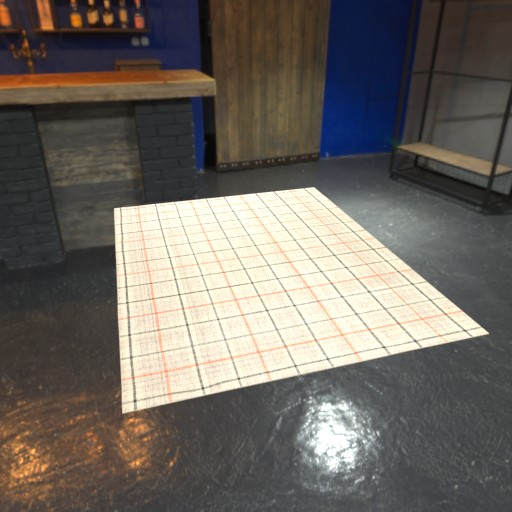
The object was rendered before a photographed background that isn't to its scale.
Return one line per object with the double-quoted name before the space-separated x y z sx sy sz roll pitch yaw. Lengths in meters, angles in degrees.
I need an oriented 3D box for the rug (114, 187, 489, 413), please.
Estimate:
"rug" 0.000 0.000 4.024 2.444 0.012 3.048 -8 30 -14
